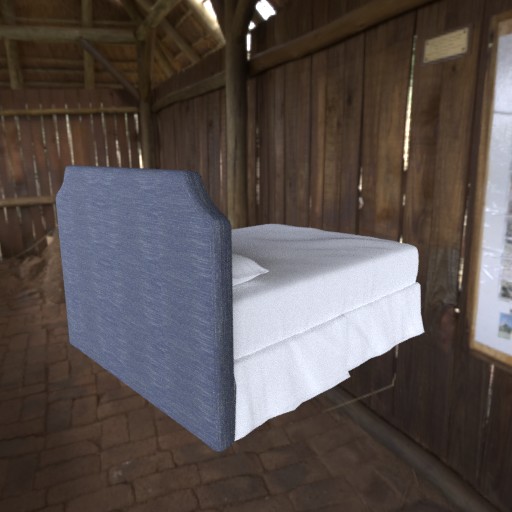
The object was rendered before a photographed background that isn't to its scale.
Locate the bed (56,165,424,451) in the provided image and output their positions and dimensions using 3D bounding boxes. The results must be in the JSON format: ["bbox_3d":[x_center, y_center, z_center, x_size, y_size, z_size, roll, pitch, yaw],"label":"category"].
[{"bbox_3d":[0.000,0.000,3.173,2.116,1.290,1.693,-12,18,-43],"label":"bed"}]
